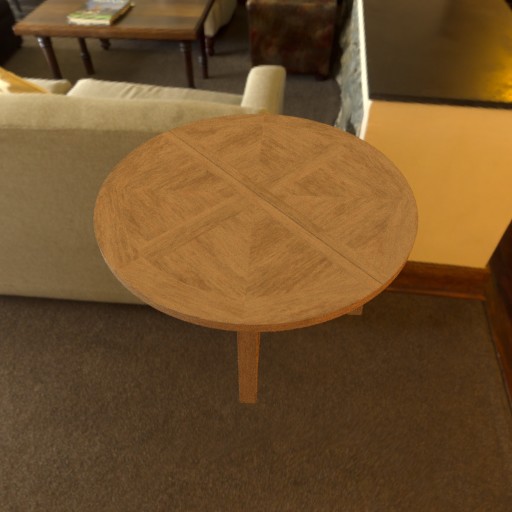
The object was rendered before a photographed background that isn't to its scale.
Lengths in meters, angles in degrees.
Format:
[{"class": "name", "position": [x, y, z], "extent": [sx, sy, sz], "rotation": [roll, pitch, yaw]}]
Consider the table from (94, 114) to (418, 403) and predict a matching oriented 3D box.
[{"class": "table", "position": [0.000, 0.000, 2.133], "extent": [1.319, 0.762, 1.319], "rotation": [0, 47, 0]}]
